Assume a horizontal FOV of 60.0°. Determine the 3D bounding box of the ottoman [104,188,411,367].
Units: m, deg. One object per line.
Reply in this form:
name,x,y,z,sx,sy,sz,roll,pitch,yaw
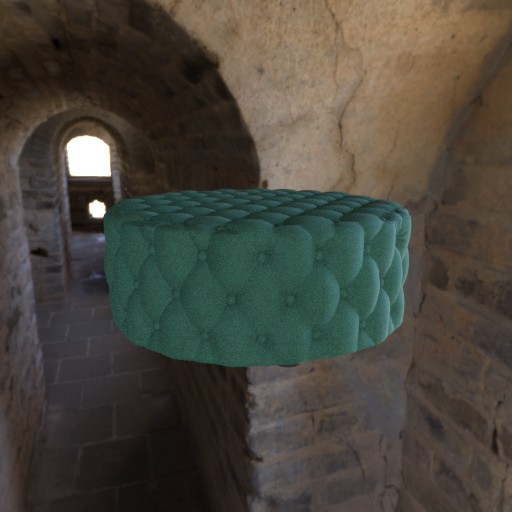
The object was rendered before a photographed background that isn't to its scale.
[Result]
ottoman,0.000,0.000,1.529,0.998,0.399,0.998,0,14,0
